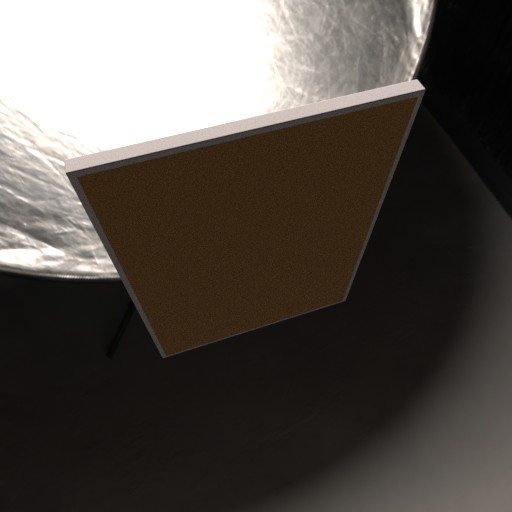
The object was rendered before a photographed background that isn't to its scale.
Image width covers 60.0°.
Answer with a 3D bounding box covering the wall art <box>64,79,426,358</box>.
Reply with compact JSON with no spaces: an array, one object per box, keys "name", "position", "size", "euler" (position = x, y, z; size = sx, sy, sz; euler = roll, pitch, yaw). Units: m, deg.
[{"name":"wall art","position":[0.000,0.000,1.596],"size":[0.914,1.221,0.046],"euler":[-16,59,-10]}]
